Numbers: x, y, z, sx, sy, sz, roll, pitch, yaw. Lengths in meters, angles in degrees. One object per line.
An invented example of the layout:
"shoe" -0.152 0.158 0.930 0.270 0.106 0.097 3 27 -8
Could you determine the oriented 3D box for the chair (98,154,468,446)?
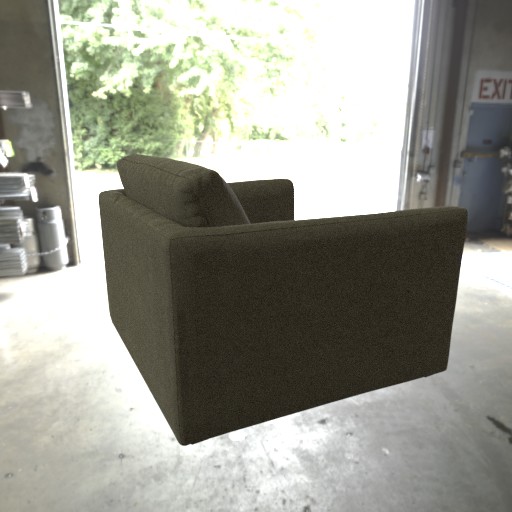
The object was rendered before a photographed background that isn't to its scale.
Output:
"chair" 0.000 0.000 1.858 1.091 0.845 1.190 -8 17 -27
